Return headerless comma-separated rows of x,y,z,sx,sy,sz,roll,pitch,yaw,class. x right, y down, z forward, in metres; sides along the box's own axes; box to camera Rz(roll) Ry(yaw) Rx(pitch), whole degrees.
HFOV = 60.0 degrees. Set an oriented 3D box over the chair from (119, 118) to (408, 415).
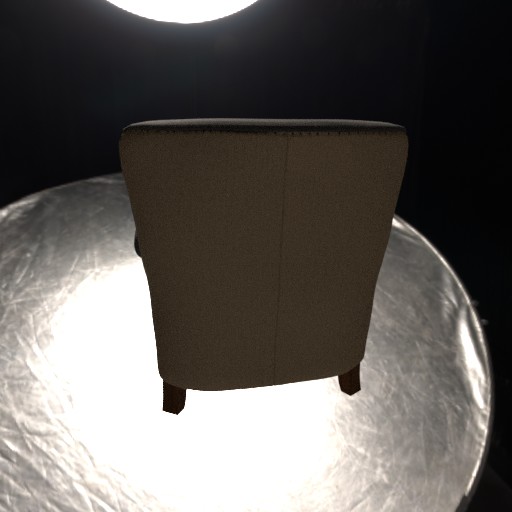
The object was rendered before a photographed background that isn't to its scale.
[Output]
0.000,0.000,1.643,0.861,0.936,0.921,-2,15,-9,chair
